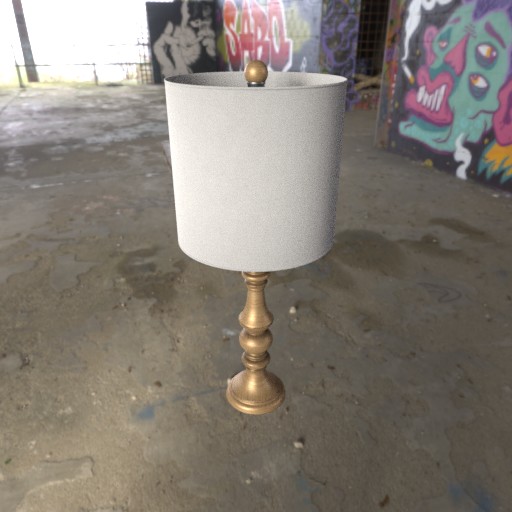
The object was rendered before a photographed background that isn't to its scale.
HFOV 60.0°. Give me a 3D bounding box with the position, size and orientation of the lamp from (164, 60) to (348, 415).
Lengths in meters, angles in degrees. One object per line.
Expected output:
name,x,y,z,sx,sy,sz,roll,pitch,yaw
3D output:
lamp,0.000,0.000,0.737,0.250,0.597,0.250,0,26,0
